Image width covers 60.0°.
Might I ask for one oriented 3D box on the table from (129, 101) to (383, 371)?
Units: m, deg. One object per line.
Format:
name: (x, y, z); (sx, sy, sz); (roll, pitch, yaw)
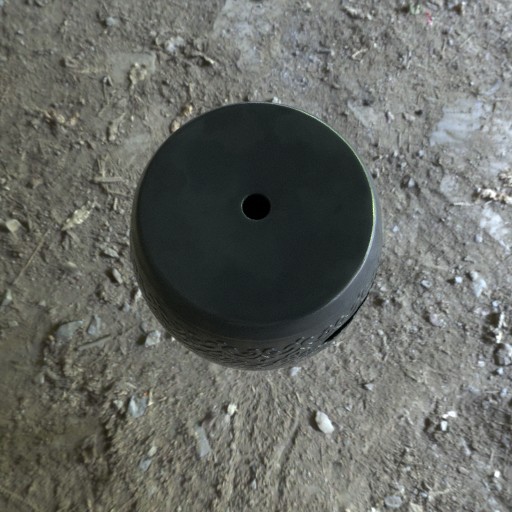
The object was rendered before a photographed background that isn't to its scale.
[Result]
table: (0.000, 0.000, 0.616); (0.309, 0.397, 0.309); (0, 76, 0)
